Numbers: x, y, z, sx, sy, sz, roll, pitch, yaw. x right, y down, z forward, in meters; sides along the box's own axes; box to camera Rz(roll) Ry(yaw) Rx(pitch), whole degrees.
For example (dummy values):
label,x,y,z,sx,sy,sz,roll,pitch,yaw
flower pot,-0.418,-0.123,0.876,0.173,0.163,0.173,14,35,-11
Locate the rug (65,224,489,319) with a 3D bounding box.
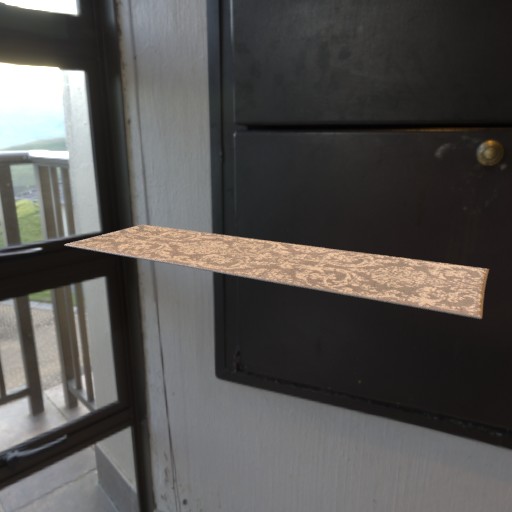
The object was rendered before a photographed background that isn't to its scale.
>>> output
label,x,y,z,sx,sy,sz,roll,pitch,yaw
rug,0.000,0.000,2.361,2.196,0.011,0.662,8,18,28
